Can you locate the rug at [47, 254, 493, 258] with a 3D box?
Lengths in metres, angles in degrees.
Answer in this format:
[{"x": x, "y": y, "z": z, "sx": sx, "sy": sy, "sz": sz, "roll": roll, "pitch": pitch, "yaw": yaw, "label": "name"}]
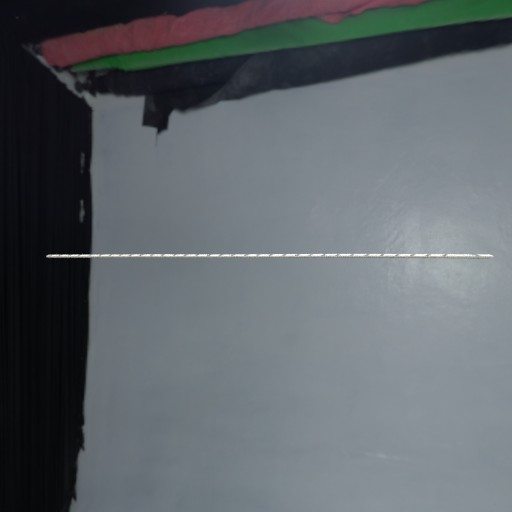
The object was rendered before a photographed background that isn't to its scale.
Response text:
[{"x": 0.000, "y": 0.000, "z": 2.680, "sx": 2.439, "sy": 0.020, "sz": 0.773, "roll": 0, "pitch": 0, "yaw": 18, "label": "rug"}]
